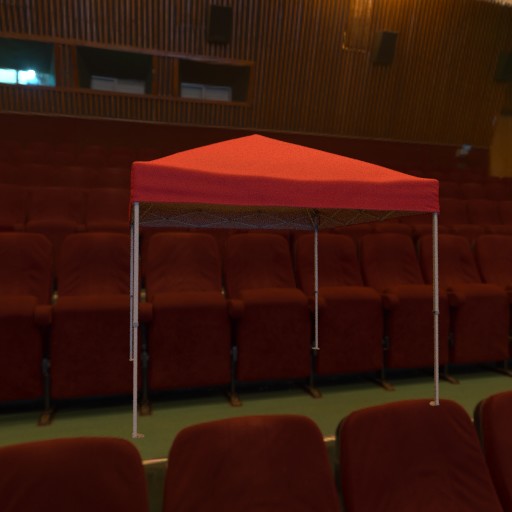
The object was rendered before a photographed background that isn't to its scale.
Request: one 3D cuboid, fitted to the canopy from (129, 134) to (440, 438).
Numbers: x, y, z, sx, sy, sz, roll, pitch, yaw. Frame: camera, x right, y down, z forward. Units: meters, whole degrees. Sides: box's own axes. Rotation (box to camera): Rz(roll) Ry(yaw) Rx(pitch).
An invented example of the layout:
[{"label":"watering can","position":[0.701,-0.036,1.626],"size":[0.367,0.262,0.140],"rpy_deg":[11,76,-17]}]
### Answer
[{"label":"canopy","position":[0.000,0.000,5.453],"size":[2.996,2.997,2.998],"rpy_deg":[0,0,-16]}]
